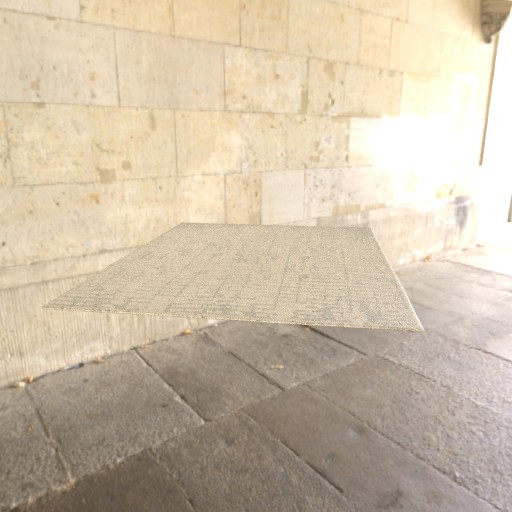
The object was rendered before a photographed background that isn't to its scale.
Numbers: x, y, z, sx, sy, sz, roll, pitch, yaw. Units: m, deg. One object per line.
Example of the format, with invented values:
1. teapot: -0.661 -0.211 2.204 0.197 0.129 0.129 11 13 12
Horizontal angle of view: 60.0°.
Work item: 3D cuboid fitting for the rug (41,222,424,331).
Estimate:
1. rug: 0.000 0.000 4.220 2.447 0.014 3.061 2 15 8
